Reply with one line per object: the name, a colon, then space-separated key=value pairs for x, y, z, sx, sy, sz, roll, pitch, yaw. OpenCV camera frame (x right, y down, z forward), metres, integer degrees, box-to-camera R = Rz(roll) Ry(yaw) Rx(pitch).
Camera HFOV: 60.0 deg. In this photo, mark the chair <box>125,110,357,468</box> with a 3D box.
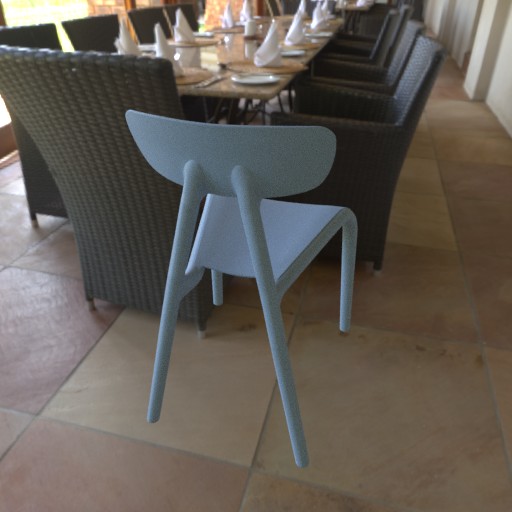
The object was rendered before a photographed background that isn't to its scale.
chair: x=0.000 y=0.000 z=0.821 sx=0.356 sy=0.580 sz=0.401 roll=10 pitch=33 yaw=15
